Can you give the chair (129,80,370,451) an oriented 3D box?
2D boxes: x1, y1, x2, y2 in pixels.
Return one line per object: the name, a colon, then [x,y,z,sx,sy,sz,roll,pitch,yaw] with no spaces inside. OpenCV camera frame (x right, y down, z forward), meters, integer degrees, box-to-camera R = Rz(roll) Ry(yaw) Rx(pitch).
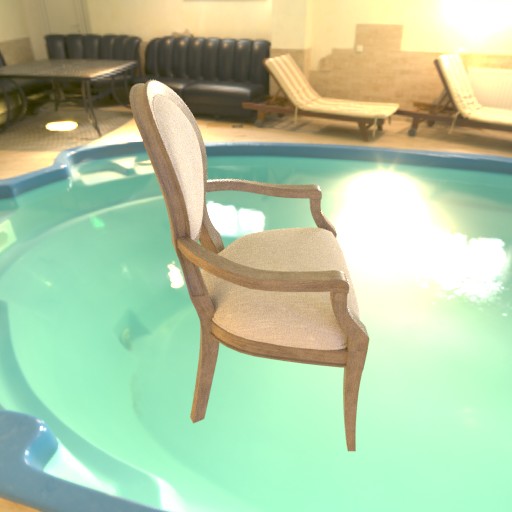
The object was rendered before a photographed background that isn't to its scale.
chair: [0.000,0.000,1.334,0.602,0.991,0.611,0,31,1]
